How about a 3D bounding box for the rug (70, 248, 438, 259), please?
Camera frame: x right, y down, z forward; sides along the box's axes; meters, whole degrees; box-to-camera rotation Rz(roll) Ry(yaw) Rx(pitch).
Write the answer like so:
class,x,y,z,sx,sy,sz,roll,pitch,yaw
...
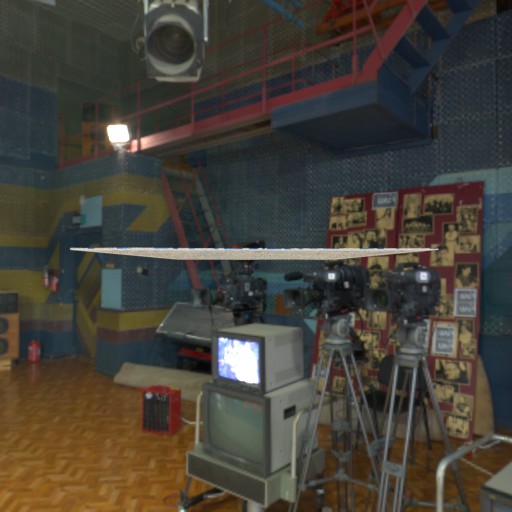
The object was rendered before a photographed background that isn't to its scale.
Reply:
class,x,y,z,sx,sy,sz,roll,pitch,yaw
rug,0.000,0.000,3.040,1.520,0.011,2.447,0,-1,0
